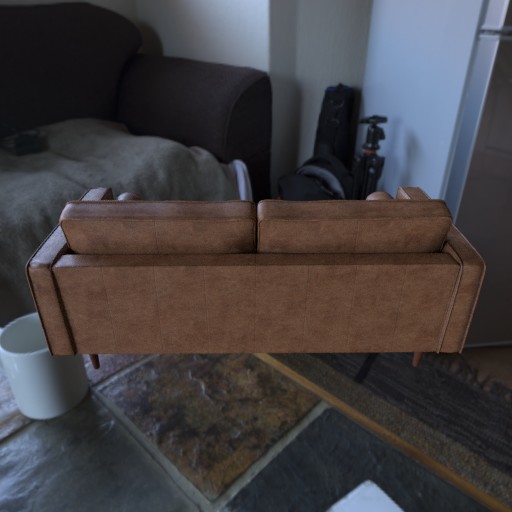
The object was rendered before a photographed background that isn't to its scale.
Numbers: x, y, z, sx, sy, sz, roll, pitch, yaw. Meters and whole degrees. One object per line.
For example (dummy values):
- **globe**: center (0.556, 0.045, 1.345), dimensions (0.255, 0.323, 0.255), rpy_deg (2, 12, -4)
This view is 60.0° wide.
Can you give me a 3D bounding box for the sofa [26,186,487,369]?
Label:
- **sofa**: center (0.000, 0.000, 2.286), dimensions (1.920, 0.825, 0.924), rpy_deg (0, 30, 0)
